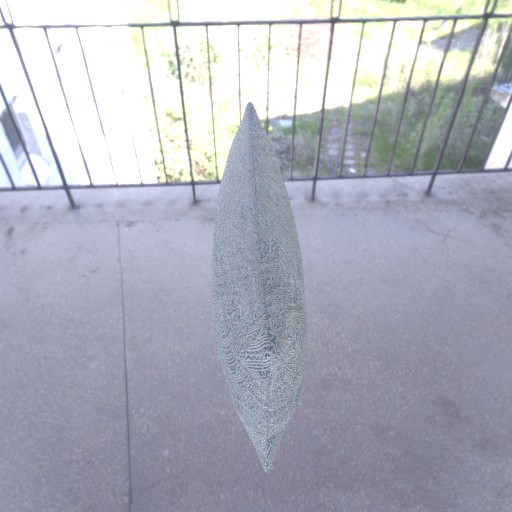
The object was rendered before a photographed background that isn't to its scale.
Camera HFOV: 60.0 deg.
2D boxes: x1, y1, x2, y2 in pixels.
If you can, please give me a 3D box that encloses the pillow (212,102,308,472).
[{"bbox_3d":[0.000,0.000,0.761,0.151,0.295,0.615,-2,42,-2],"label":"pillow"}]
